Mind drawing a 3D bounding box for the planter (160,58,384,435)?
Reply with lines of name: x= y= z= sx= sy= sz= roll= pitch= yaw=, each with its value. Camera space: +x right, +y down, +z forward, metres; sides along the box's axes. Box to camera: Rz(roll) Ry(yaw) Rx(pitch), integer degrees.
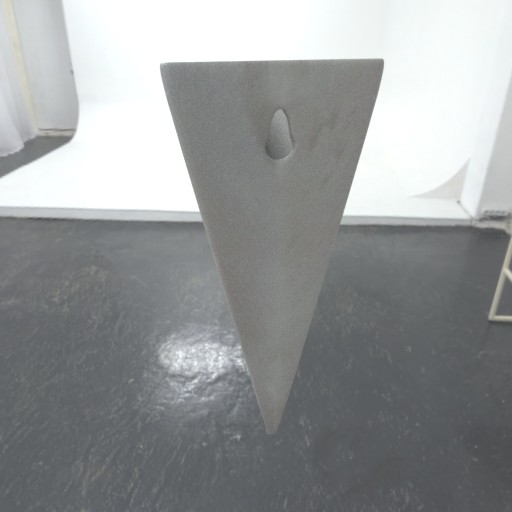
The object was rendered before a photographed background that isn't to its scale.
planter: x=0.000 y=0.000 z=0.157 sx=0.058 sy=0.130 sz=0.047 roll=-7 pitch=28 yaw=-14
